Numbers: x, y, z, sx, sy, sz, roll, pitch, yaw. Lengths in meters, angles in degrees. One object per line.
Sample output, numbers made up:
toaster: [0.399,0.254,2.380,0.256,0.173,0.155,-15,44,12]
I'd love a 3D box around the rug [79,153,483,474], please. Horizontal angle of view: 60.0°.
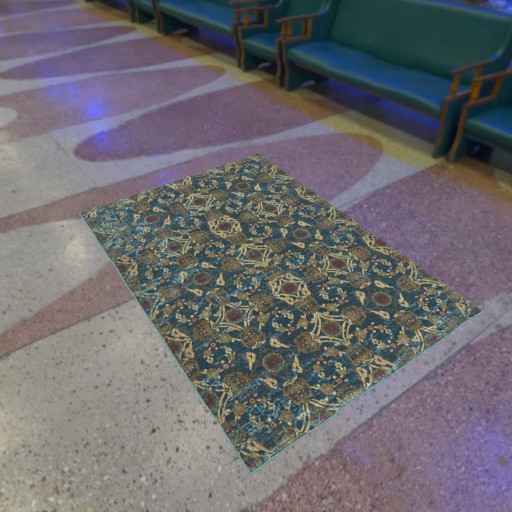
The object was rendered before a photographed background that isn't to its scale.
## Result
rug: [0.000,0.000,2.825,1.567,0.014,2.207,-24,47,-25]
